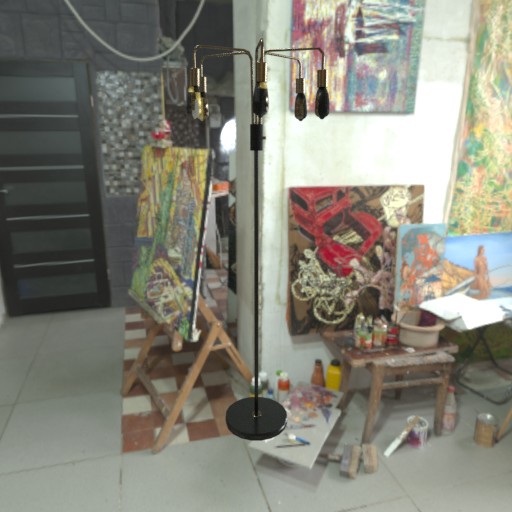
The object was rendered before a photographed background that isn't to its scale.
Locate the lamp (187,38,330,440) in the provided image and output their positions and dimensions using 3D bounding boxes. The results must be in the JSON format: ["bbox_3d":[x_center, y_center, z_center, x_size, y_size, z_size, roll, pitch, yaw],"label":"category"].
[{"bbox_3d":[0.000,0.000,2.019,0.599,1.721,0.572,-15,21,-43],"label":"lamp"}]
